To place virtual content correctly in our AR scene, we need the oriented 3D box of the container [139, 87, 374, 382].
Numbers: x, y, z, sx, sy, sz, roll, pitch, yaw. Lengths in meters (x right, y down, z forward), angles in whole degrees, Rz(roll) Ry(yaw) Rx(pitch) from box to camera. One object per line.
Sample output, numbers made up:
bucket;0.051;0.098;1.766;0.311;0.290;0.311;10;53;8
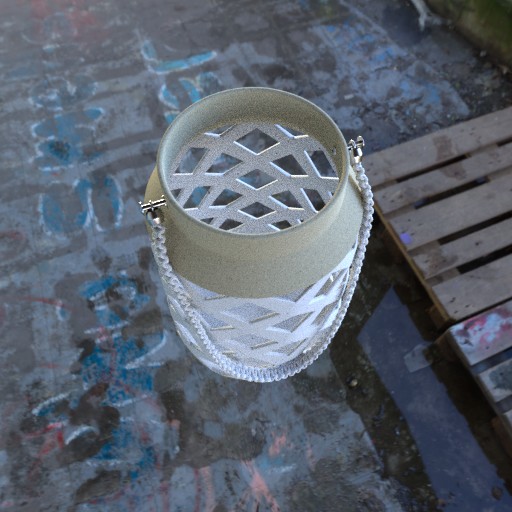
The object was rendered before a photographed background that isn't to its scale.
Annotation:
container;0.000;0.000;0.401;0.188;0.264;0.198;-19;64;-9
